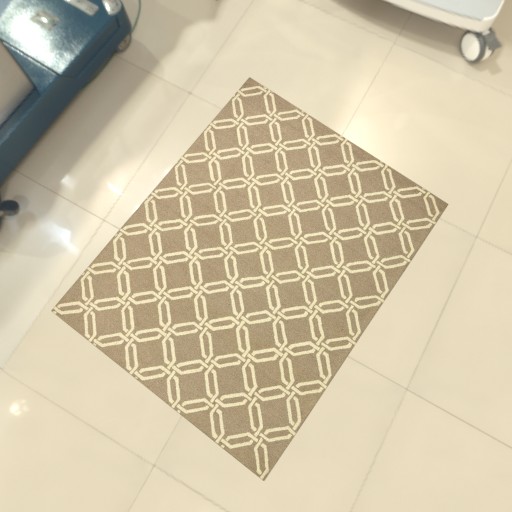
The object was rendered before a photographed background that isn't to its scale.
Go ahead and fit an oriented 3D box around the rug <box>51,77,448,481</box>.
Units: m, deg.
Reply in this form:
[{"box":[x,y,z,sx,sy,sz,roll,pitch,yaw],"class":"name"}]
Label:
[{"box":[0.000,0.000,3.966,2.288,0.018,2.895,35,78,8],"class":"rug"}]
